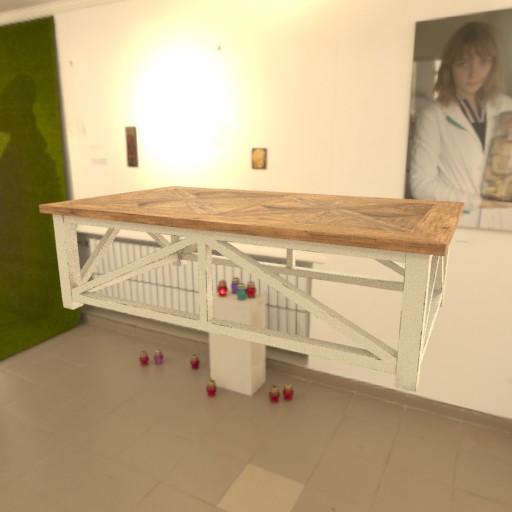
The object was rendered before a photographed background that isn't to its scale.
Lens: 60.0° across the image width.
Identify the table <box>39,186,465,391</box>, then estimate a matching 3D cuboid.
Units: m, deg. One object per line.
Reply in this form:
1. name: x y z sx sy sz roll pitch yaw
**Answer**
1. table: 0.000 0.000 1.729 1.400 0.410 0.800 7 16 26
